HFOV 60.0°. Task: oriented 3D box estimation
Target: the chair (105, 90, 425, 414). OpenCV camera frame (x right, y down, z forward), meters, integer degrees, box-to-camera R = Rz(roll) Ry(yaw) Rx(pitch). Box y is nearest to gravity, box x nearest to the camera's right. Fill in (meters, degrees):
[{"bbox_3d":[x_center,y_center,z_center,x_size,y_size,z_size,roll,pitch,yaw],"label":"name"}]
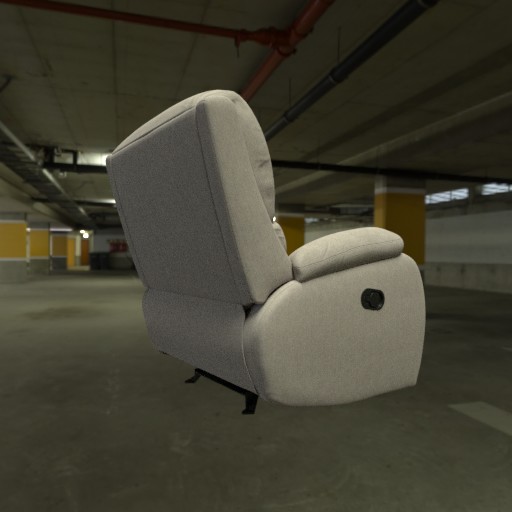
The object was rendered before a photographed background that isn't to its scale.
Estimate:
[{"bbox_3d":[0.000,0.000,1.702,0.899,1.011,0.930,0,0,-35],"label":"chair"}]
